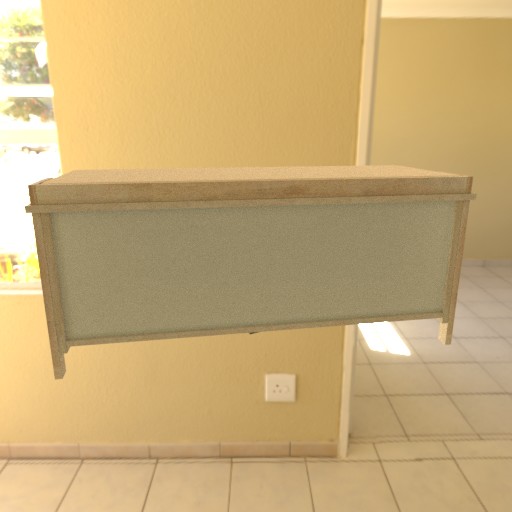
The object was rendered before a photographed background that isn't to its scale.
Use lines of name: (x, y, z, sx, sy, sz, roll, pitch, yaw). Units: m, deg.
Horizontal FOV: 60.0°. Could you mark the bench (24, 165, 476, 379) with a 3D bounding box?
bench: (0.000, 0.000, 1.347, 1.140, 0.501, 0.398, -3, 16, -10)
